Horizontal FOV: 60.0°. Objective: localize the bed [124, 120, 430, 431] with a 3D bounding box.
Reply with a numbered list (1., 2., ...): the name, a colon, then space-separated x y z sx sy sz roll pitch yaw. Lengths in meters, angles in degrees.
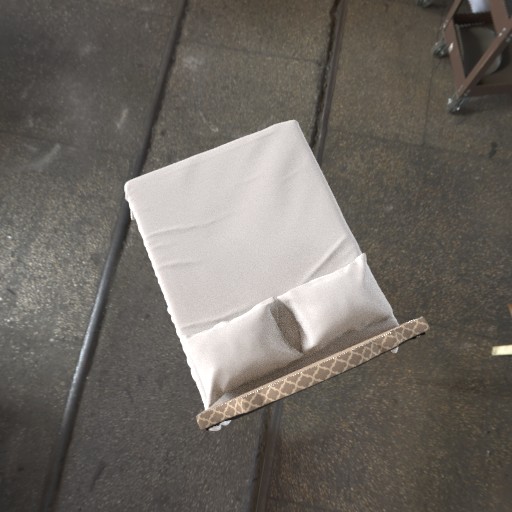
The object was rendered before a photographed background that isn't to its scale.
1. bed: 0.000 0.000 3.400 1.780 1.633 2.222 -22 76 -6
